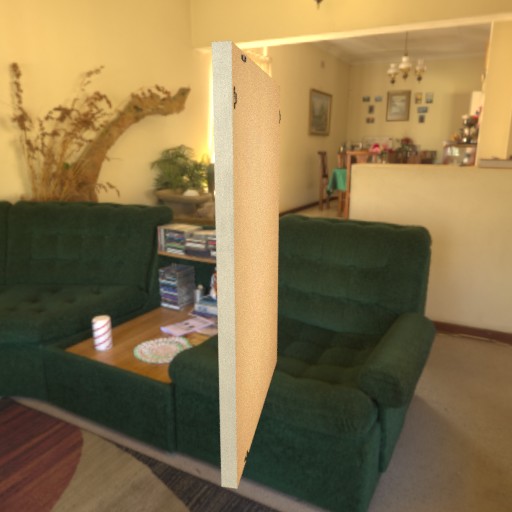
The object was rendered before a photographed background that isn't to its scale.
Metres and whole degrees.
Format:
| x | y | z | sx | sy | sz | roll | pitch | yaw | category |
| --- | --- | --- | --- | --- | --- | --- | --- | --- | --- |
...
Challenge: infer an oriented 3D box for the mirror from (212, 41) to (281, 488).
| x | y | z | sx | sy | sz | roll | pitch | yaw | category |
| --- | --- | --- | --- | --- | --- | --- | --- | --- | --- |
| 0.000 | 0.000 | 1.166 | 0.041 | 0.915 | 0.609 | 3 | 14 | 11 | mirror |
